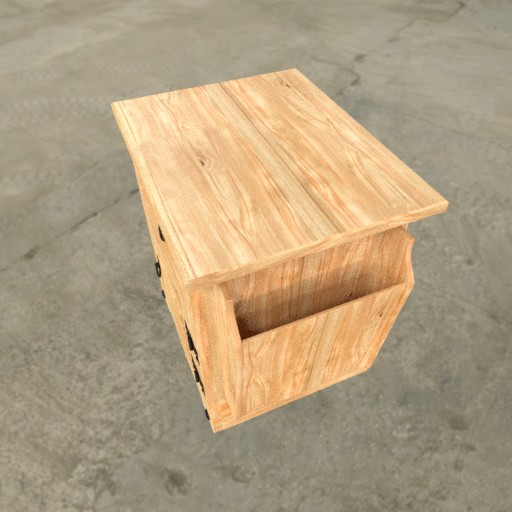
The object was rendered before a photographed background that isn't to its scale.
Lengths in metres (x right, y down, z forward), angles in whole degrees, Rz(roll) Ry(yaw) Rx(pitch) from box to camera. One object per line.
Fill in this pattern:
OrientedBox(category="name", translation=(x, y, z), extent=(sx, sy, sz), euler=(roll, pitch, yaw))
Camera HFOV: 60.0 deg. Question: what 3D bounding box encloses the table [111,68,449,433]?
OrientedBox(category="table", translation=(0.000, 0.000, 0.896), extent=(0.380, 0.515, 0.530), euler=(-17, 49, -16))
